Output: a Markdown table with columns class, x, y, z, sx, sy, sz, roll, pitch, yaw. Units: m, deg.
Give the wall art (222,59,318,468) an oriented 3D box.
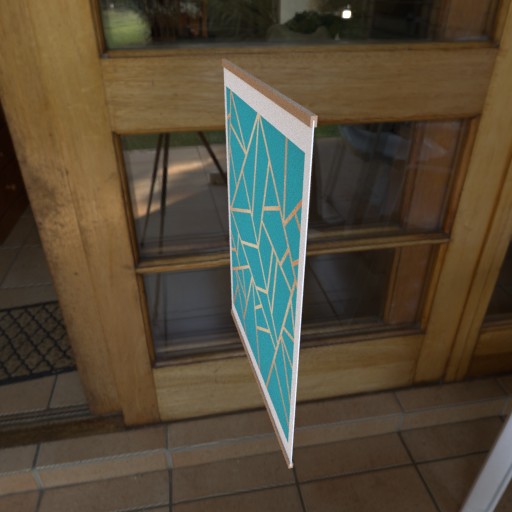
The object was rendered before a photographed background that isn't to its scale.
| class | x | y | z | sx | sy | sz | roll | pitch | yaw |
| --- | --- | --- | --- | --- | --- | --- | --- | --- | --- |
| wall art | 0.000 | 0.000 | 1.354 | 0.013 | 1.016 | 0.758 | -8 | 32 | -13 |
